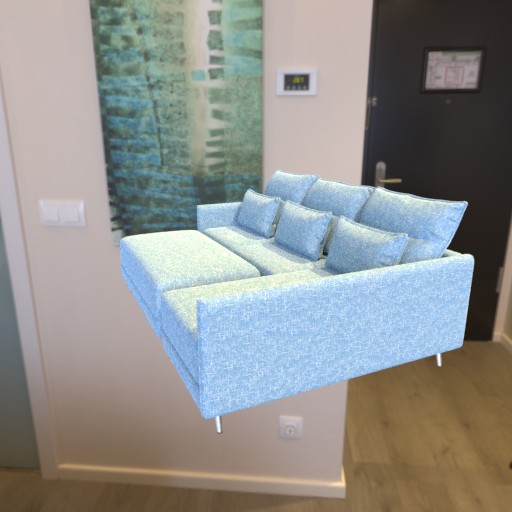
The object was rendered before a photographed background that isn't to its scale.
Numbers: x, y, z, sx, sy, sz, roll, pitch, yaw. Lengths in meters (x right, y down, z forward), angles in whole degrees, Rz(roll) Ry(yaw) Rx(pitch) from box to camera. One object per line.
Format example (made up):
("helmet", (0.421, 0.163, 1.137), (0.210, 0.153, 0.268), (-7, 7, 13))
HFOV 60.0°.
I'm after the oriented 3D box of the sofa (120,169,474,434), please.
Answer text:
("sofa", (0.000, 0.000, 2.800), (1.420, 0.899, 2.034), (-7, 18, -24))
